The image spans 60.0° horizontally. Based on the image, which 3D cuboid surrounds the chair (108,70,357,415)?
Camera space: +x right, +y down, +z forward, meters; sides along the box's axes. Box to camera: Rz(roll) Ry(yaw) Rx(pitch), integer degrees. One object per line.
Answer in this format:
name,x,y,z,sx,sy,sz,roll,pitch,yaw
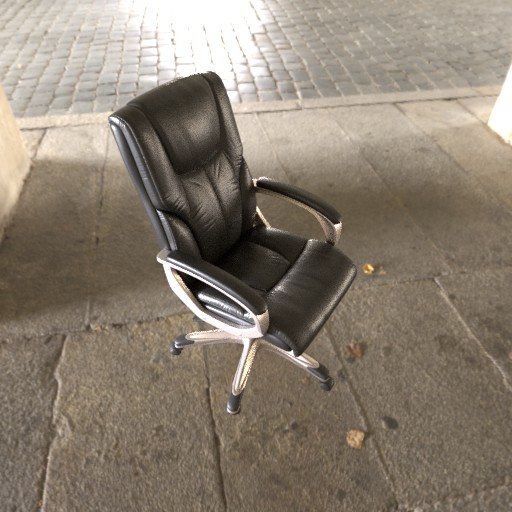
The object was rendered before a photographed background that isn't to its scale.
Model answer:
chair,0.000,0.000,1.670,0.780,1.145,0.700,24,47,24
